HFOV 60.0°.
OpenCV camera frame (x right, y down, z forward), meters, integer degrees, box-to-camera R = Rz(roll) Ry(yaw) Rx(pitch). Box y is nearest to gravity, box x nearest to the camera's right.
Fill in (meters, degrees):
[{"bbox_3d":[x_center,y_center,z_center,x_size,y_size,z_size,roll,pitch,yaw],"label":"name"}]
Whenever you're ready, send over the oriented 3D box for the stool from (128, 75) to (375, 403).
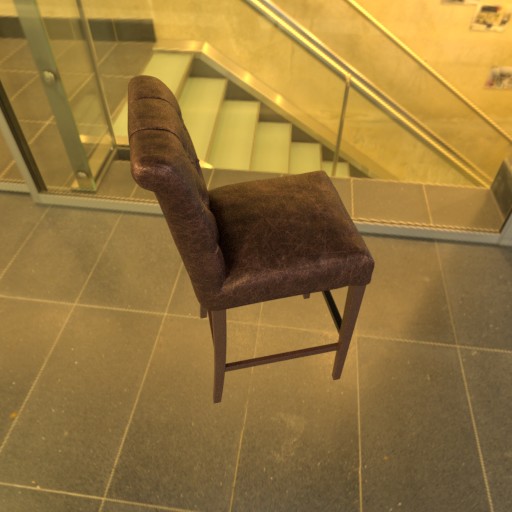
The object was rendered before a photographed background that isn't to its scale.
[{"bbox_3d":[0.000,0.000,1.557,0.659,1.168,0.483,-9,47,-8],"label":"stool"}]
